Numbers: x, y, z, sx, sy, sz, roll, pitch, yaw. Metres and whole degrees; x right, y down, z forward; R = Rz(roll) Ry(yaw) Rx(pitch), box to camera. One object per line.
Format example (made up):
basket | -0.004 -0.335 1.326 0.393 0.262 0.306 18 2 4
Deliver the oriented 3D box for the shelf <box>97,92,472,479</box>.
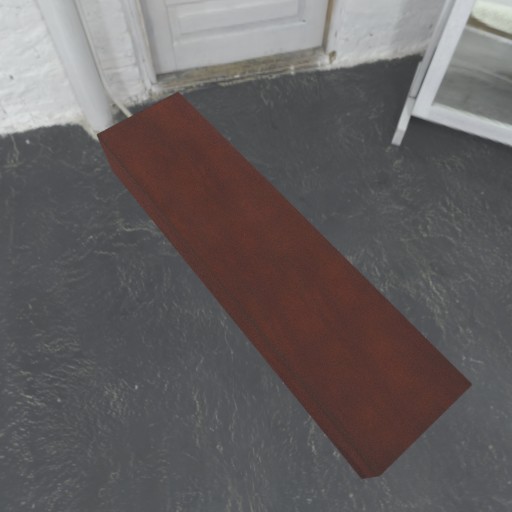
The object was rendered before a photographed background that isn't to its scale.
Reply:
shelf | 0.000 0.000 0.636 0.152 0.088 0.607 -35 67 -17
